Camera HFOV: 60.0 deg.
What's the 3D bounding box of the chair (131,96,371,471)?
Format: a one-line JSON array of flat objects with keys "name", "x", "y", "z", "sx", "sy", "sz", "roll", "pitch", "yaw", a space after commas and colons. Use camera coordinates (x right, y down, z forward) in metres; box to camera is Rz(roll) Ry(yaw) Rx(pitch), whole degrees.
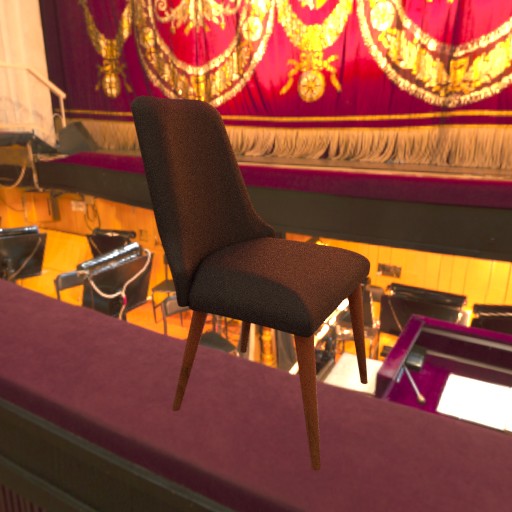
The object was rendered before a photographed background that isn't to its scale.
[{"name": "chair", "x": 0.000, "y": 0.000, "z": 1.199, "sx": 0.567, "sy": 0.820, "sz": 0.504, "roll": 9, "pitch": 19, "yaw": 27}]
